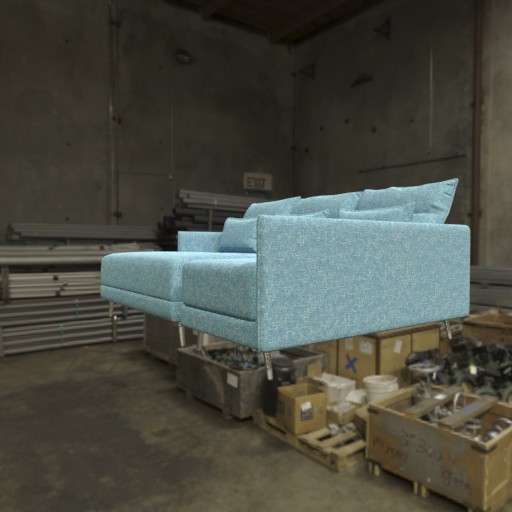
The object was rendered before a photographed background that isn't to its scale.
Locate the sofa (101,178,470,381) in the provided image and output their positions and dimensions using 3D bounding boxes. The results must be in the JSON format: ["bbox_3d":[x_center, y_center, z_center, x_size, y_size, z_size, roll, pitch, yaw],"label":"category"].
[{"bbox_3d":[0.000,0.000,2.817,1.420,0.899,2.034,-1,2,-36],"label":"sofa"}]
